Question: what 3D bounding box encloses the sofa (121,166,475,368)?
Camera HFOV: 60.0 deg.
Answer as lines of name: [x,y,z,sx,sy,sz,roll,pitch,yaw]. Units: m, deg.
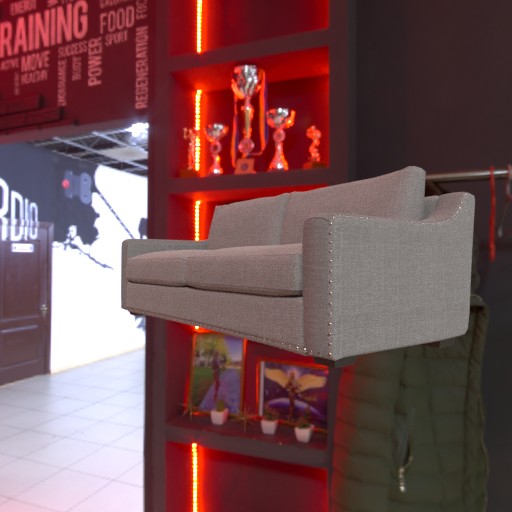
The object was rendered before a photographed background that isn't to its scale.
sofa: [0.000,0.000,2.711,1.000,0.857,2.208,1,-1,-36]
